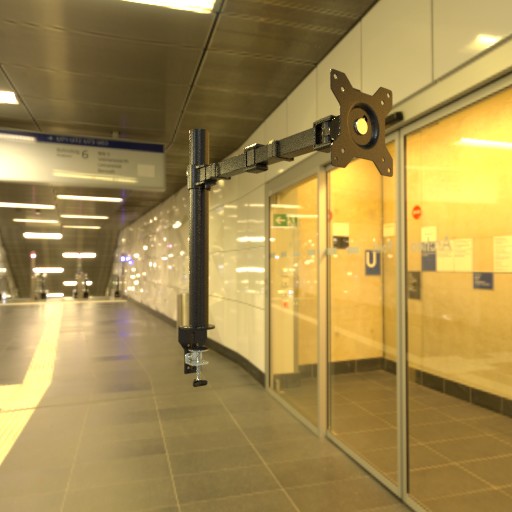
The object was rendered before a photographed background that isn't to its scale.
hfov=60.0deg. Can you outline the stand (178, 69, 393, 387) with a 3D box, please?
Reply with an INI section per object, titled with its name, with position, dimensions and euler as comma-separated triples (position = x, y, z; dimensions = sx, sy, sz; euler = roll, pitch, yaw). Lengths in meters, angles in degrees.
[stand]
position = 0.000, 0.000, 0.730
dimensions = 0.115, 0.510, 0.456
euler = 1, -2, -36
